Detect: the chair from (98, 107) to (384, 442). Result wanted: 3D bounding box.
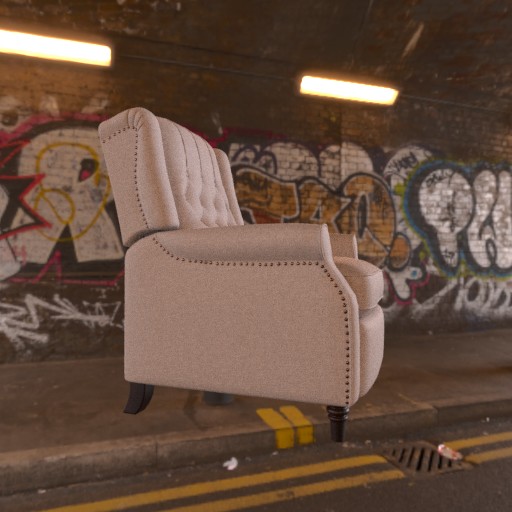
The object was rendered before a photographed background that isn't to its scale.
[{"bbox_3d":[0.000,0.000,1.643,0.902,1.035,0.742,0,0,20],"label":"chair"}]
